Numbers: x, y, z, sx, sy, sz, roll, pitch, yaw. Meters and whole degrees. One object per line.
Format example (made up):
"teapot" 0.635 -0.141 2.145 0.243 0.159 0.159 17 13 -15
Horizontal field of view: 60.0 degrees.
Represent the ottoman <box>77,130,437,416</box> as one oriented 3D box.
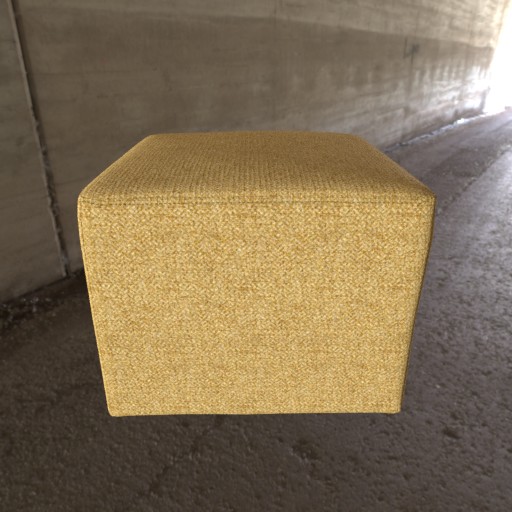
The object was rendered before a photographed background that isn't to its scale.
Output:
"ottoman" 0.000 0.000 0.894 0.505 0.441 0.512 0 25 -1
